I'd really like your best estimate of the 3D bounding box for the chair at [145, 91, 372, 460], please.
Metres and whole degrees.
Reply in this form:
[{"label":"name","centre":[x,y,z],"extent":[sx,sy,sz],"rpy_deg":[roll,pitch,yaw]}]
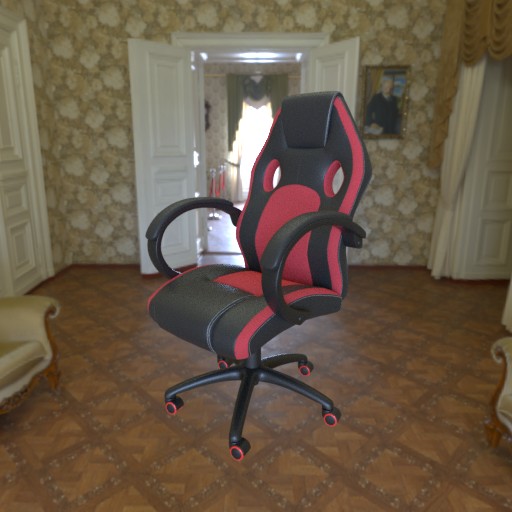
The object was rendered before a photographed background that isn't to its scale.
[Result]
[{"label":"chair","centre":[0.000,0.000,1.631],"extent":[0.673,1.187,0.724],"rpy_deg":[13,19,43]}]
